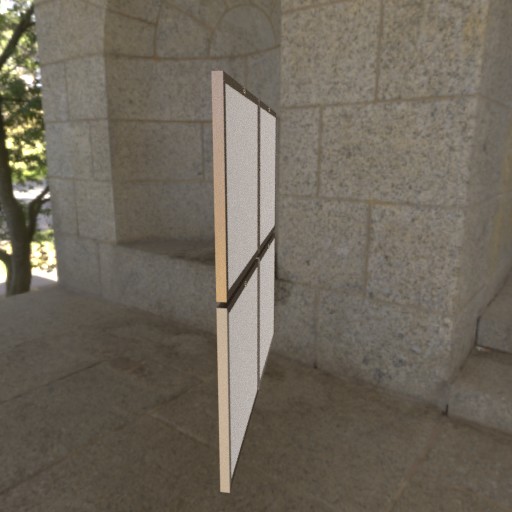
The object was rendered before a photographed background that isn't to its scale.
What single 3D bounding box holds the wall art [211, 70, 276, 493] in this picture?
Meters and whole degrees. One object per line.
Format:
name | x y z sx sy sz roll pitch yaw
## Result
wall art | 0.000 0.000 1.537 0.030 1.032 1.032 2 13 9
